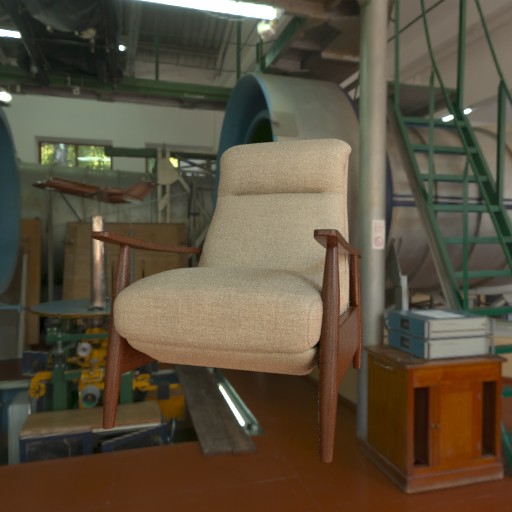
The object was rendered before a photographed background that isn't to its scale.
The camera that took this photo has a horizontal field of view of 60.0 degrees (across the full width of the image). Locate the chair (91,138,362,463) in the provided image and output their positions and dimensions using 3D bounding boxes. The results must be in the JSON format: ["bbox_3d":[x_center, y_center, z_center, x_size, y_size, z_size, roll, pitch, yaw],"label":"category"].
[{"bbox_3d":[0.000,0.000,1.743,0.762,1.082,1.014,1,2,18],"label":"chair"}]
